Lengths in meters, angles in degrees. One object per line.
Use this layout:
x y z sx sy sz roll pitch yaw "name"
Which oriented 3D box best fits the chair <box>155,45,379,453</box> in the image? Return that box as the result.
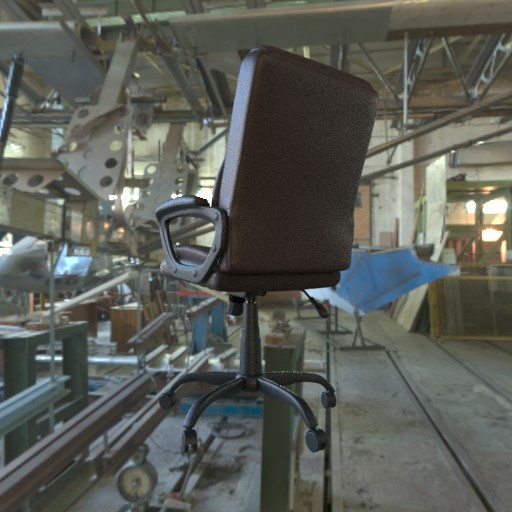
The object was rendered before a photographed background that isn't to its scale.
0.000 0.000 1.448 0.615 1.072 0.655 0 -1 -36 "chair"
